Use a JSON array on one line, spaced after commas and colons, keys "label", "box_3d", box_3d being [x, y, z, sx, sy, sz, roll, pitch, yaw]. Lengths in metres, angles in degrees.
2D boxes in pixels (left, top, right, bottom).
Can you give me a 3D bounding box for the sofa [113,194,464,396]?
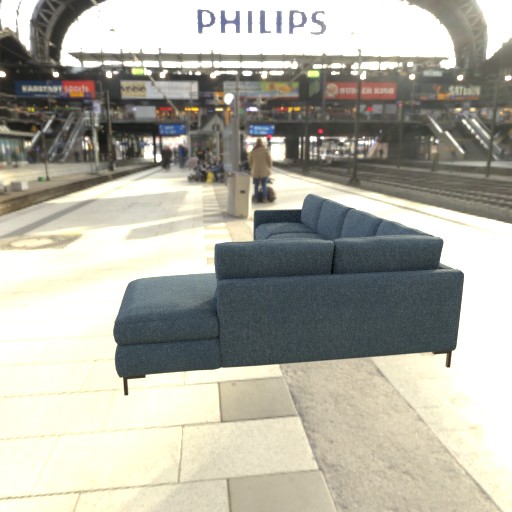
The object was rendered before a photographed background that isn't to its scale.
[{"label": "sofa", "box_3d": [0.000, 0.000, 3.846, 2.007, 0.815, 2.949, -2, 14, -9]}]
